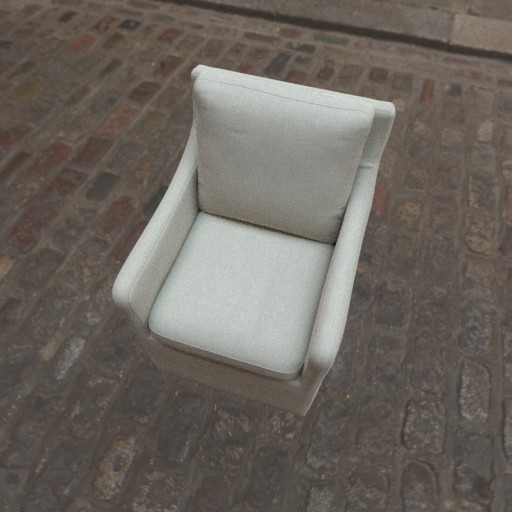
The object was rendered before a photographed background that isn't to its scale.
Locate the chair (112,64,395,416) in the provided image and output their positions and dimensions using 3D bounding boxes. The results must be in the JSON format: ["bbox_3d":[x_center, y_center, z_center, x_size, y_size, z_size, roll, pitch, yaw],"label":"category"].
[{"bbox_3d":[0.000,0.000,1.410,0.626,0.914,0.694,15,59,9],"label":"chair"}]
